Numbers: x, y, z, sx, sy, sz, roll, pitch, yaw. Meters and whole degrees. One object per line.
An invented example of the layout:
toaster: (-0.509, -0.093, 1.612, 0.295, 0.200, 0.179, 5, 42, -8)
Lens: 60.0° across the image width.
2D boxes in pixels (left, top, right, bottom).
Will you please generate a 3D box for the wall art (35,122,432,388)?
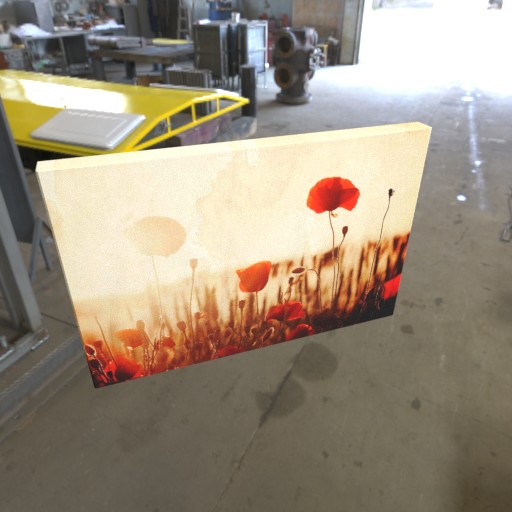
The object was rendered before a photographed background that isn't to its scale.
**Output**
wall art: (0.000, 0.000, 0.775, 0.613, 0.402, 0.040, -10, 33, -16)
